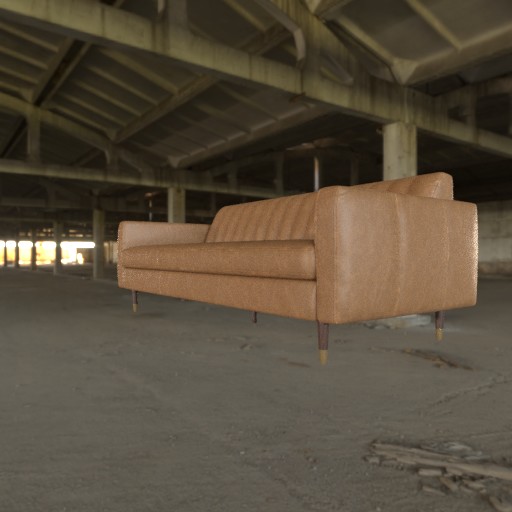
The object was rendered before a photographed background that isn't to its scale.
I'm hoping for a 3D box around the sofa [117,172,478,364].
[{"bbox_3d":[0.000,0.000,2.703,0.990,0.821,2.291,0,0,-36],"label":"sofa"}]
